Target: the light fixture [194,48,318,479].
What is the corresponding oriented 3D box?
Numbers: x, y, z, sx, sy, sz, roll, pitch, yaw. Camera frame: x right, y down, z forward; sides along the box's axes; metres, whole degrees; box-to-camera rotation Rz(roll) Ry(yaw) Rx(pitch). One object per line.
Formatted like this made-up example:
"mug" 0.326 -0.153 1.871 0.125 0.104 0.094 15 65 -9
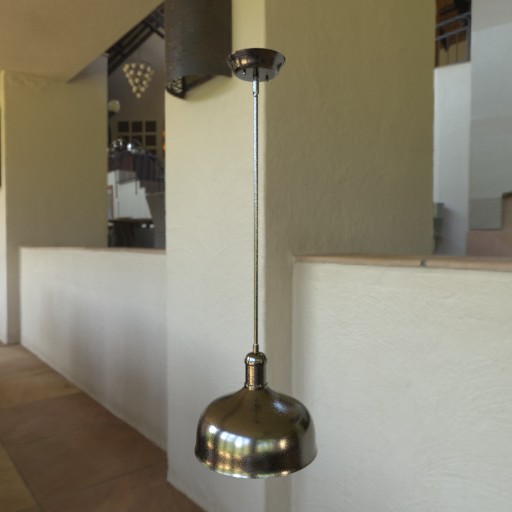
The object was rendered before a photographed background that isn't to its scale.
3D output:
"light fixture" 0.000 0.000 1.074 0.299 0.935 0.299 -1 2 -37
